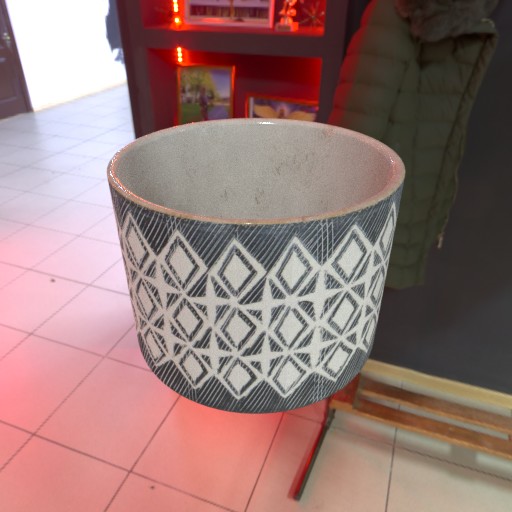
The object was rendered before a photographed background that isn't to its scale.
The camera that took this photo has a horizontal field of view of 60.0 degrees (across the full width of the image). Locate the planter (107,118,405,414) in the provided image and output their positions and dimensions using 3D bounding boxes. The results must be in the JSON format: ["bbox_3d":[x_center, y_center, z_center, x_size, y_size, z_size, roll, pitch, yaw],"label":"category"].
[{"bbox_3d":[0.000,0.000,0.223,0.126,0.104,0.126,0,32,0],"label":"planter"}]
